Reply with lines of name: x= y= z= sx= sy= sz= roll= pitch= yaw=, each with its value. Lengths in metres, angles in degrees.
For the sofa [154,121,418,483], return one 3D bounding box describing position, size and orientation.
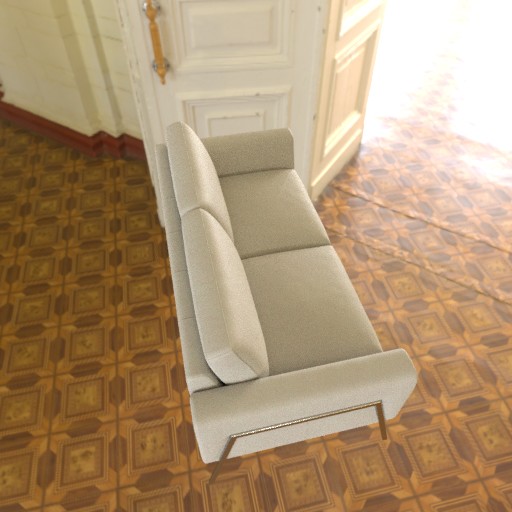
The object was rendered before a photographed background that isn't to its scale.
sofa: x=0.000 y=0.000 z=2.550 sx=0.953 sy=0.875 sz=2.017 roll=-10 pitch=48 yaw=-9
